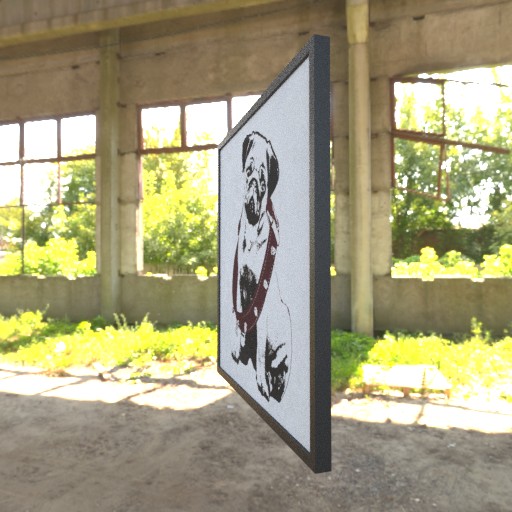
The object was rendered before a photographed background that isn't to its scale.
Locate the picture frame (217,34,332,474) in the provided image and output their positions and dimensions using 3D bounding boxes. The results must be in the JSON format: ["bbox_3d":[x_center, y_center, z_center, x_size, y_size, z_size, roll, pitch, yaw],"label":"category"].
[{"bbox_3d":[0.000,0.000,1.154,0.032,0.775,0.775,0,-1,-18],"label":"picture frame"}]
